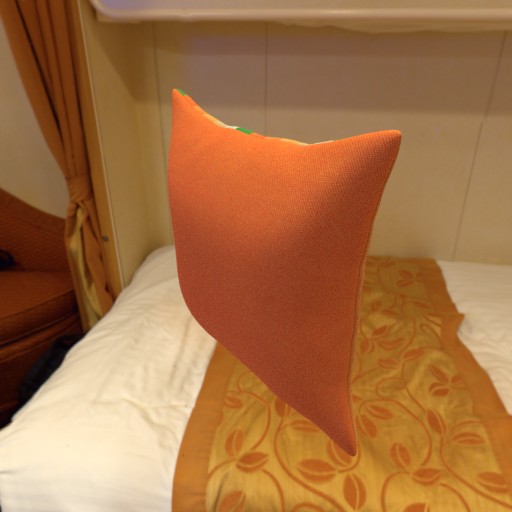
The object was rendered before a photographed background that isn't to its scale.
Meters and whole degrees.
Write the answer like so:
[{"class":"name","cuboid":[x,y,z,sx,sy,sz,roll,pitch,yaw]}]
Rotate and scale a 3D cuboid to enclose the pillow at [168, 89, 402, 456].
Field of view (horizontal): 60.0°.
[{"class":"pillow","cuboid":[0.000,0.000,0.676,0.169,0.444,0.453,-19,32,-33]}]
